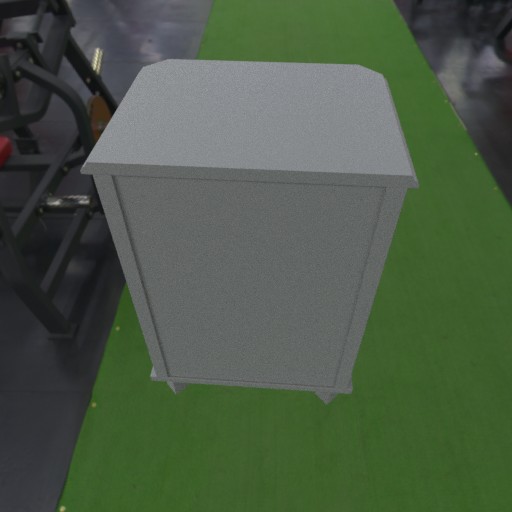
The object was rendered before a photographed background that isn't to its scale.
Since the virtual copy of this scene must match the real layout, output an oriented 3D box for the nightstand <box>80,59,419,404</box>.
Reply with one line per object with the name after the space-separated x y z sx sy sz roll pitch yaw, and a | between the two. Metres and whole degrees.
0.000 0.000 0.940 0.450 0.680 0.350 3 46 3 | nightstand
